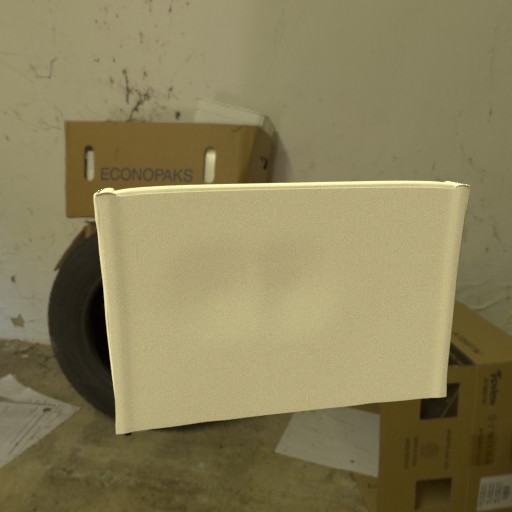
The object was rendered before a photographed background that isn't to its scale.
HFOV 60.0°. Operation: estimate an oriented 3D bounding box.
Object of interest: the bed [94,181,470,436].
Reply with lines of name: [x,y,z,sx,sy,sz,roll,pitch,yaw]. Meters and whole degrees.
bed: [0.000,0.000,3.399,1.925,1.332,2.276,-3,16,-10]
